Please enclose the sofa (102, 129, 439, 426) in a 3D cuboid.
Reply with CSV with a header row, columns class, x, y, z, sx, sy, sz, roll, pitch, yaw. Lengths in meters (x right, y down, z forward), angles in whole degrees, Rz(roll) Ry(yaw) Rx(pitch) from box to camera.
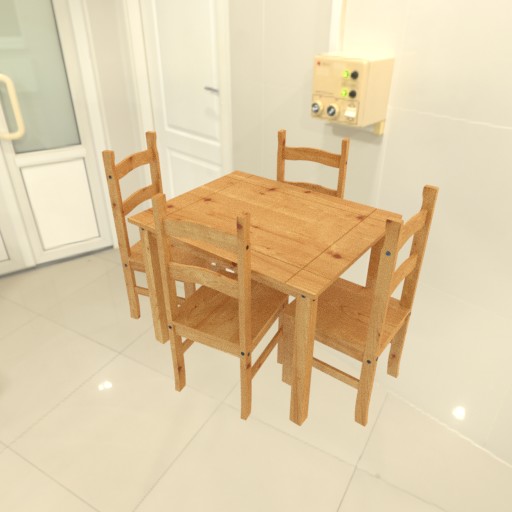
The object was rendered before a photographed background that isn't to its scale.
class,x,y,z,sx,sy,sz,roll,pitch,yaw
sofa,0.000,0.000,2.240,1.529,1.000,1.144,21,37,31
